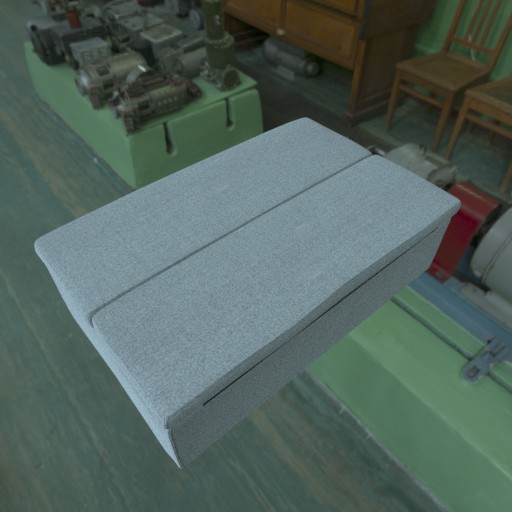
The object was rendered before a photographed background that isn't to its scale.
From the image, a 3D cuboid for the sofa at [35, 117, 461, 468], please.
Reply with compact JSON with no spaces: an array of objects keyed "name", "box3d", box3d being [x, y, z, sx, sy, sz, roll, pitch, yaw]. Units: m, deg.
[{"name":"sofa","box3d":[0.000,0.000,1.631,1.250,0.434,0.817,-32,54,-27]}]
